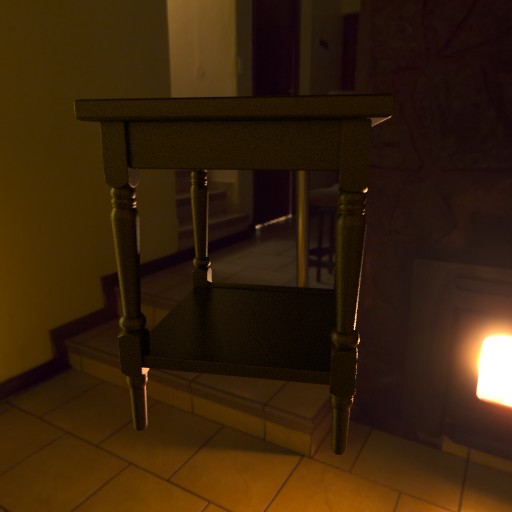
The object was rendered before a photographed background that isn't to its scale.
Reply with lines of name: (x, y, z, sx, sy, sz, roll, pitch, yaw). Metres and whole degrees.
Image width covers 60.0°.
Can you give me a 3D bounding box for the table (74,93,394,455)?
table: (0.000, 0.000, 0.896, 0.442, 0.565, 0.488, 3, 15, 10)
